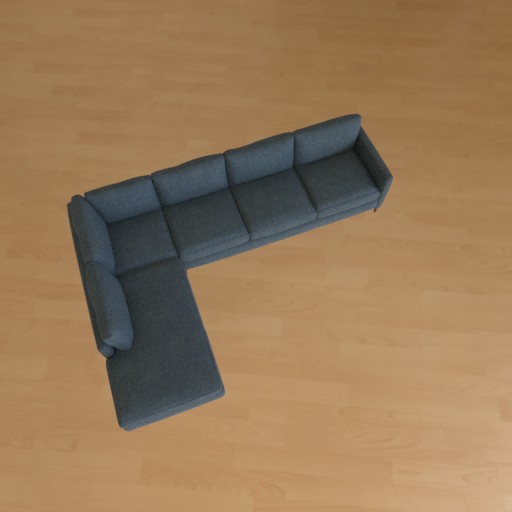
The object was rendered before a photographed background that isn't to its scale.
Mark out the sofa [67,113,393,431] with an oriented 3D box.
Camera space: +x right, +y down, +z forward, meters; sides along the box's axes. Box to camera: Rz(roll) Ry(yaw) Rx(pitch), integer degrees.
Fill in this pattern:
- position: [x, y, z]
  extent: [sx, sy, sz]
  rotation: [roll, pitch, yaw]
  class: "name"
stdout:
- position: [0.000, 0.000, 3.952]
  extent: [2.949, 0.815, 2.007]
  rotation: [-19, 65, -9]
  class: "sofa"
